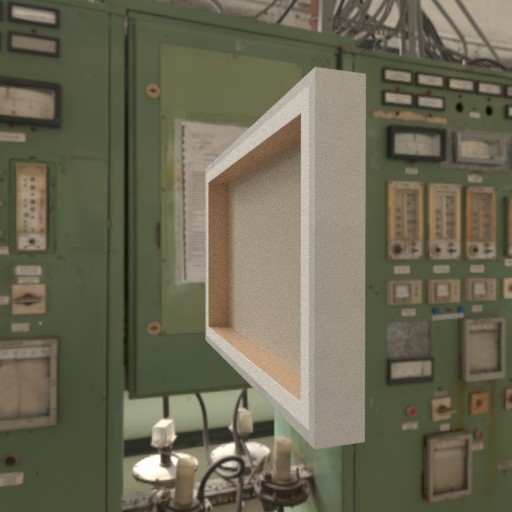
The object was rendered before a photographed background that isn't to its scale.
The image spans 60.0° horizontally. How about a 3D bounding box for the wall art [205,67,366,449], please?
[{"bbox_3d":[0.000,0.000,0.481,0.038,0.254,0.381,0,1,-17],"label":"wall art"}]
